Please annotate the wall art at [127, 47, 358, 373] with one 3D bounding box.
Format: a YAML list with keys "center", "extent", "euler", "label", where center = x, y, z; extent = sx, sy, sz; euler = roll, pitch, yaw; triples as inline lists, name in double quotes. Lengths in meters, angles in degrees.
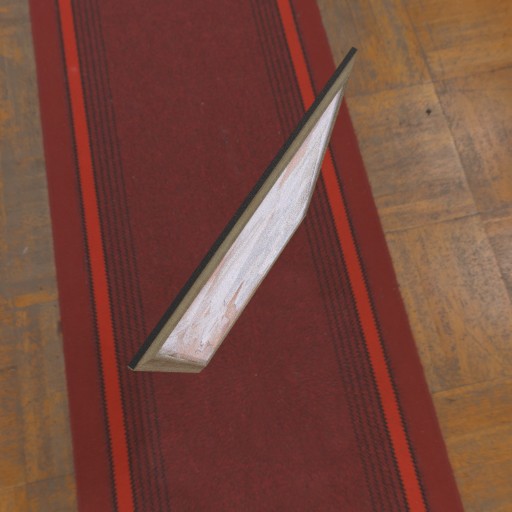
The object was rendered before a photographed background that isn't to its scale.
- center: [0.000, 0.000, 0.925]
  extent: [0.018, 0.660, 0.559]
  euler: [32, 77, 8]
  label: "wall art"
